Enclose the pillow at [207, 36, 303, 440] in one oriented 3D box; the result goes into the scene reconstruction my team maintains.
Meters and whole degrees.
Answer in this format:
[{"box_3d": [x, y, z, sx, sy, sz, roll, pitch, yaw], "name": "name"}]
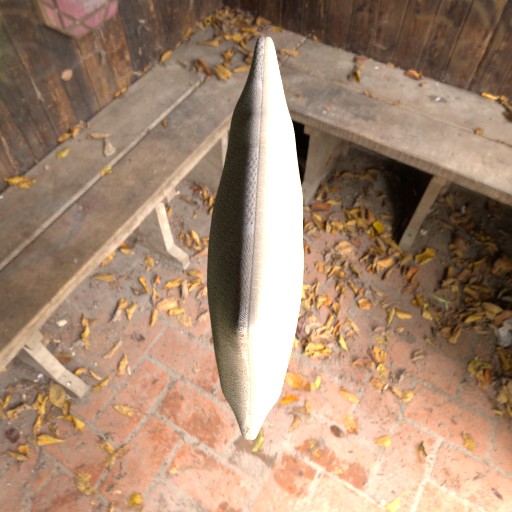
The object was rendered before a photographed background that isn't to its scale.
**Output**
[{"box_3d": [0.000, 0.000, 0.659, 0.138, 0.432, 0.436, 2, 56, 1], "name": "pillow"}]
